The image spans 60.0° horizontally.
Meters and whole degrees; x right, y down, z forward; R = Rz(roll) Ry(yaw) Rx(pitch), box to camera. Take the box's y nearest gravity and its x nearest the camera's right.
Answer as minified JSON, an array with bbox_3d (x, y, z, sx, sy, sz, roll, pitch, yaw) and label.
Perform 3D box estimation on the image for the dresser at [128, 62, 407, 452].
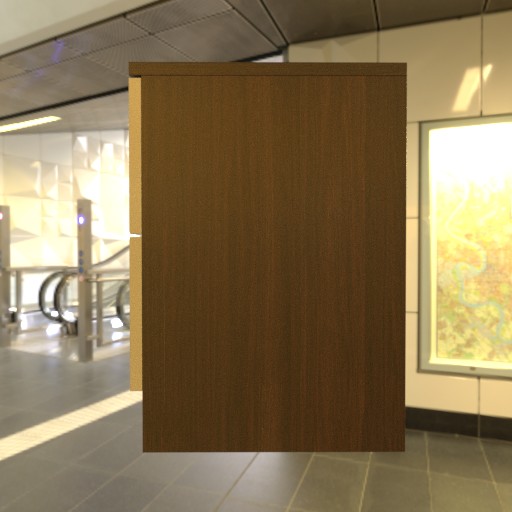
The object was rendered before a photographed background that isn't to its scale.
[{"bbox_3d":[0.000,0.000,0.734,0.360,0.470,0.400,0,1,0],"label":"dresser"}]
